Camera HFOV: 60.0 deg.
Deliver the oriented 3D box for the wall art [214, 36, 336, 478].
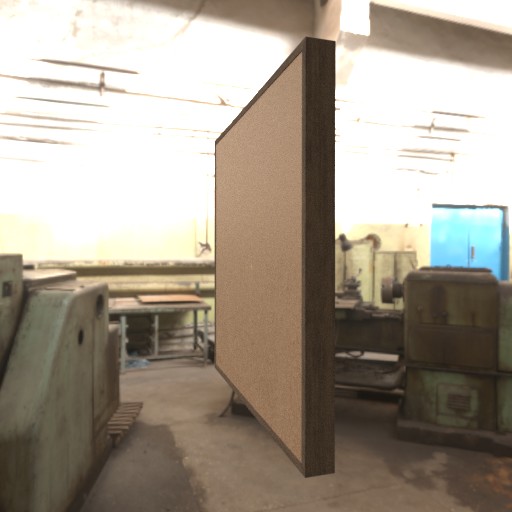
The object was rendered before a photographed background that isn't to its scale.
[{"bbox_3d":[0.000,0.000,0.758,0.038,0.508,0.508,0,1,-17],"label":"wall art"}]
